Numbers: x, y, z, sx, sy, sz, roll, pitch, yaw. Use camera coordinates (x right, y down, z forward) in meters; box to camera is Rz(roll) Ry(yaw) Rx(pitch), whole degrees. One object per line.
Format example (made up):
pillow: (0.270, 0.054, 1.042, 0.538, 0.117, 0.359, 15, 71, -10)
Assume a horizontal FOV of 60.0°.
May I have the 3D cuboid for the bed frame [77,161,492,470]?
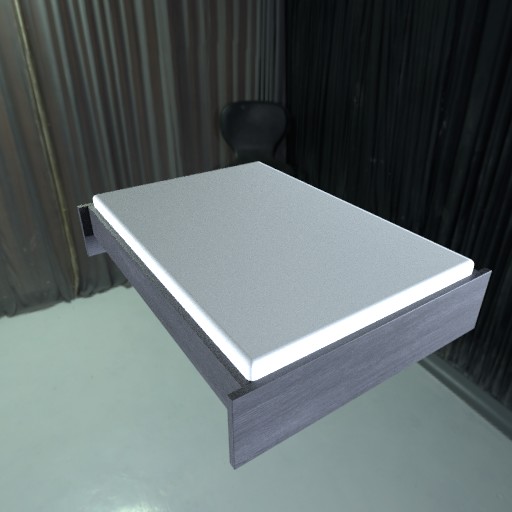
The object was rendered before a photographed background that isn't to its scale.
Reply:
bed frame: (0.000, 0.000, 2.598, 1.490, 0.432, 1.950, -18, 34, -29)
